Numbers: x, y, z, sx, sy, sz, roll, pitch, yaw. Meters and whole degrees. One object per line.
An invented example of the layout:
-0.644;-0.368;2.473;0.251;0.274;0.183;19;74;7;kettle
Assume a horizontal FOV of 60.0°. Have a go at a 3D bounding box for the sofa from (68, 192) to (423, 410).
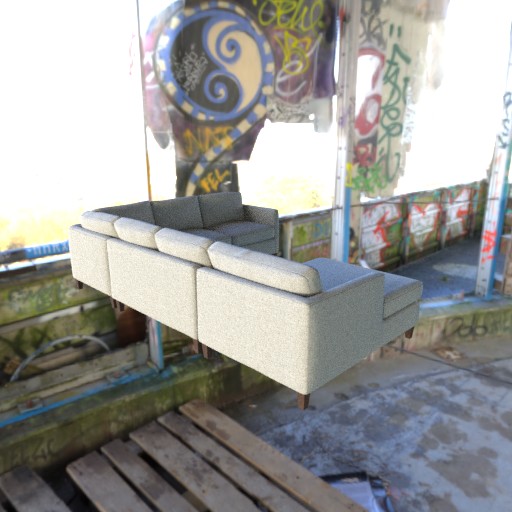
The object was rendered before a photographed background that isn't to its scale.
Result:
0.000;0.000;4.727;3.460;0.959;2.593;15;21;43;sofa
